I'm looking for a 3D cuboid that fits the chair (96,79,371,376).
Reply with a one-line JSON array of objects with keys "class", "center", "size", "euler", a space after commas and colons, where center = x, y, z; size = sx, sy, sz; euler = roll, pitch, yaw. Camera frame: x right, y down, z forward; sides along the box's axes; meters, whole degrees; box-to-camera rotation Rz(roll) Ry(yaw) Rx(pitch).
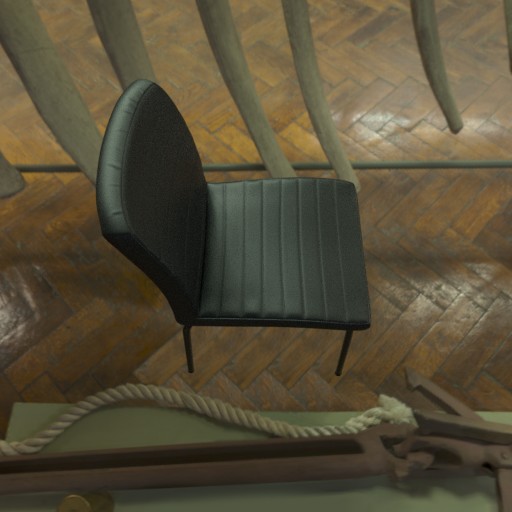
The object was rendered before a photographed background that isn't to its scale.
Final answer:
[{"class": "chair", "center": [0.000, 0.000, 1.192], "size": [0.572, 0.872, 0.450], "euler": [0, 63, 0]}]
